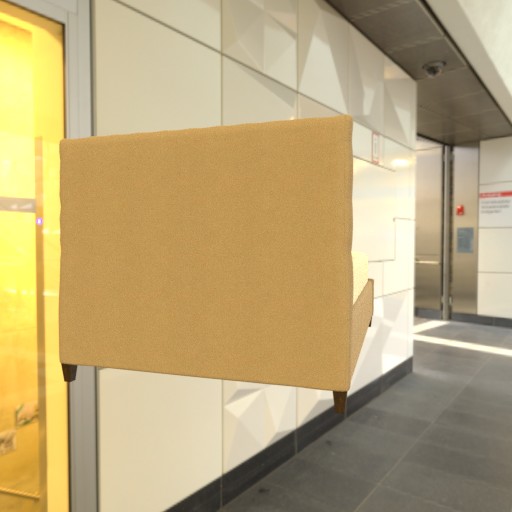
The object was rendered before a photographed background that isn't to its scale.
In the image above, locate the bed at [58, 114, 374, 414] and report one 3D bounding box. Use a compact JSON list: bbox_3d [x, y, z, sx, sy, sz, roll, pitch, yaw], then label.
[{"bbox_3d":[0.000,0.000,3.453,1.698,1.427,2.387,1,2,18],"label":"bed"}]
